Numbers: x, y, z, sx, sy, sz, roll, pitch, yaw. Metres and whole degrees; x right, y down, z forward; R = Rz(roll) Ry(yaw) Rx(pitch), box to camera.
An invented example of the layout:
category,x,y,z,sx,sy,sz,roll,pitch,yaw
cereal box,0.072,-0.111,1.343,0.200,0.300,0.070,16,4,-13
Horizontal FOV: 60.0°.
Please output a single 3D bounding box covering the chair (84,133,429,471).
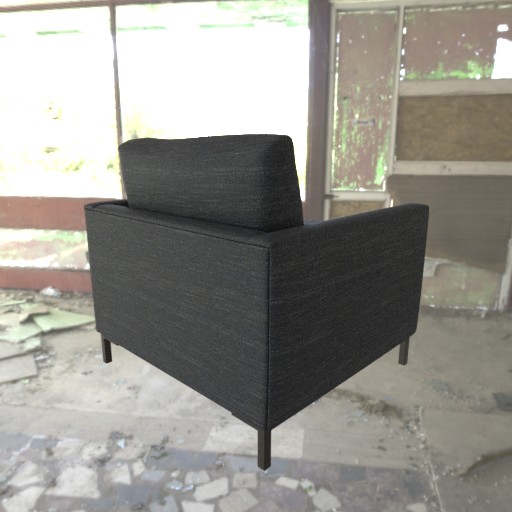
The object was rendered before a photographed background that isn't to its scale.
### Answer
category,x,y,z,sx,sy,sz,roll,pitch,yaw
chair,0.000,0.000,1.647,0.963,0.861,0.866,13,19,42
